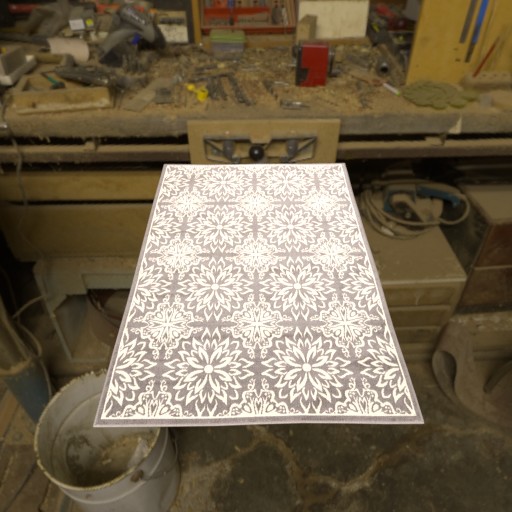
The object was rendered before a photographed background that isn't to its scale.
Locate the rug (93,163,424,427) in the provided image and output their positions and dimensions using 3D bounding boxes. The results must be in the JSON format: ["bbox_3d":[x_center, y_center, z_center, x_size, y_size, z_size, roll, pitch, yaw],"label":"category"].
[{"bbox_3d":[0.000,0.000,2.312,1.224,0.012,1.847,0,42,0],"label":"rug"}]
